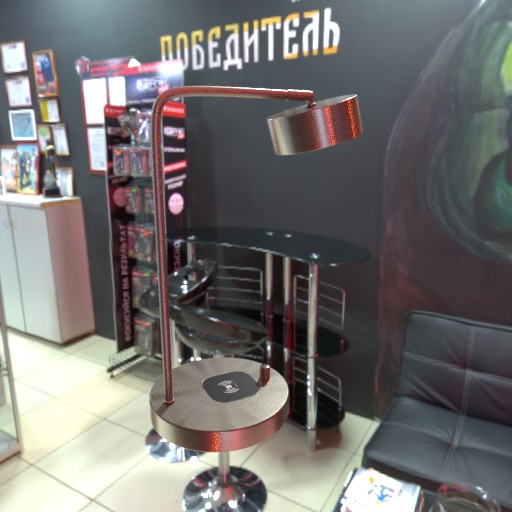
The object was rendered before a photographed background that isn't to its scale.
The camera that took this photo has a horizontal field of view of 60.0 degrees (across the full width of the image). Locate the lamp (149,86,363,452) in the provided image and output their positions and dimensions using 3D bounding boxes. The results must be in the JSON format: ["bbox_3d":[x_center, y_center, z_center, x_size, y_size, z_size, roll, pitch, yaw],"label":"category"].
[{"bbox_3d":[0.000,0.000,0.656,0.334,0.469,0.211,-7,15,-25],"label":"lamp"}]
